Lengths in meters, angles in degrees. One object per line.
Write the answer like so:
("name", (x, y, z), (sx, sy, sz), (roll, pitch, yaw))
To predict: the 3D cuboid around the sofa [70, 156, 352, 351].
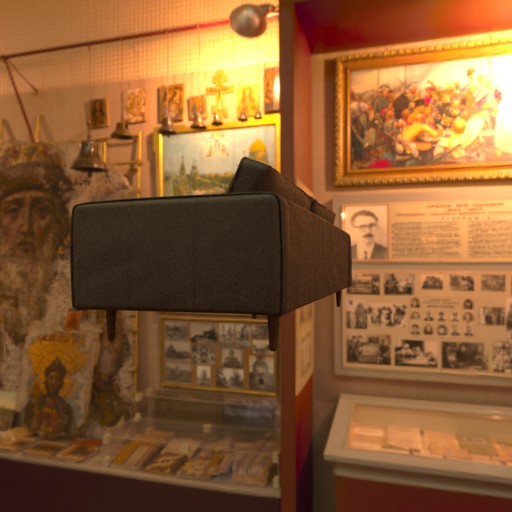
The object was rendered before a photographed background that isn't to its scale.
("sofa", (0.000, 0.000, 2.683), (0.914, 0.762, 2.210), (0, -1, 18))
